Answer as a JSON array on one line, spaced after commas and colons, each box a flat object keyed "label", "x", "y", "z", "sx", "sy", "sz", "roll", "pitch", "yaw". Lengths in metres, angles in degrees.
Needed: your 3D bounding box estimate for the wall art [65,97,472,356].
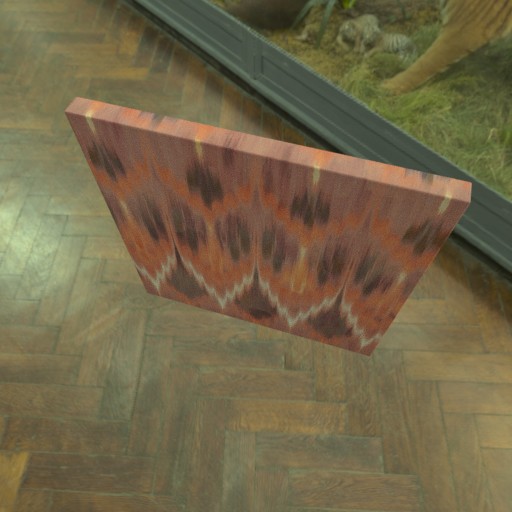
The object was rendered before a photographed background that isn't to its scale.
[{"label": "wall art", "x": 0.000, "y": 0.000, "z": 0.898, "sx": 0.603, "sy": 0.609, "sz": 0.037, "roll": 15, "pitch": 59, "yaw": 9}]
